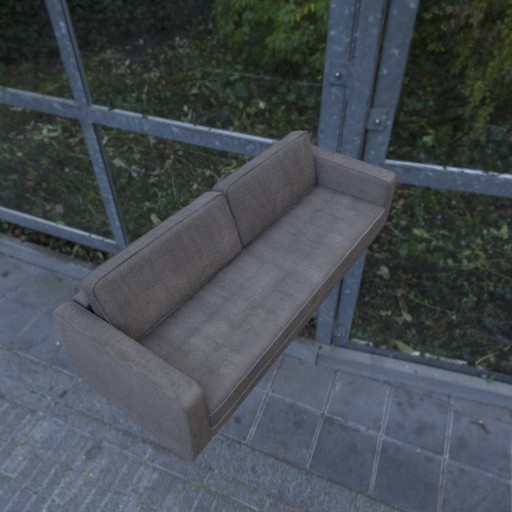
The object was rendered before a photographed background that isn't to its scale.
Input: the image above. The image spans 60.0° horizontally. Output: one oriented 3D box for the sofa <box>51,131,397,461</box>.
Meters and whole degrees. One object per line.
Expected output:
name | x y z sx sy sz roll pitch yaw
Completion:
sofa | 0.000 0.000 2.782 0.923 0.813 2.295 25 47 26
